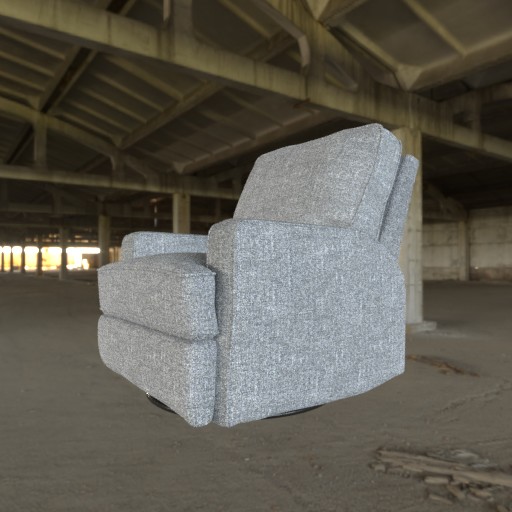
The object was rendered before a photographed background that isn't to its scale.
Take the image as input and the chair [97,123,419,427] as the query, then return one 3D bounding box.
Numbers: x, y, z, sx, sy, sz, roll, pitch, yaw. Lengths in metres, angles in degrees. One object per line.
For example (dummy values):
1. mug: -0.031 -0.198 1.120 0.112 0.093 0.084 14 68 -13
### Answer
1. chair: 0.000 0.000 1.650 0.964 0.962 0.861 0 -1 -36
